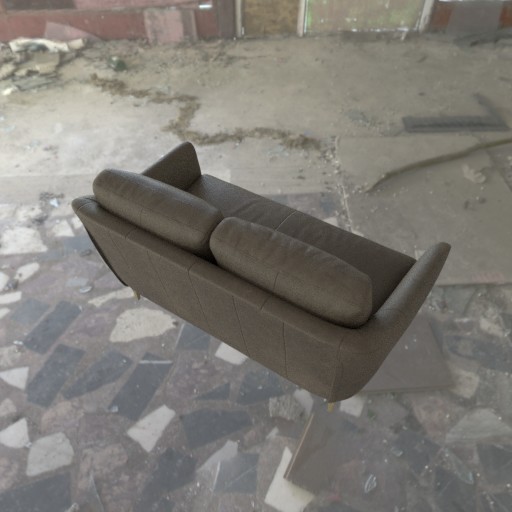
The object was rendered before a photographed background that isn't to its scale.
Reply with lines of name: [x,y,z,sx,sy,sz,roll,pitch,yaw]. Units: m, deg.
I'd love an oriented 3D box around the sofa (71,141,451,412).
sofa: [0.000,0.000,2.222,1.619,0.902,0.960,25,51,22]
